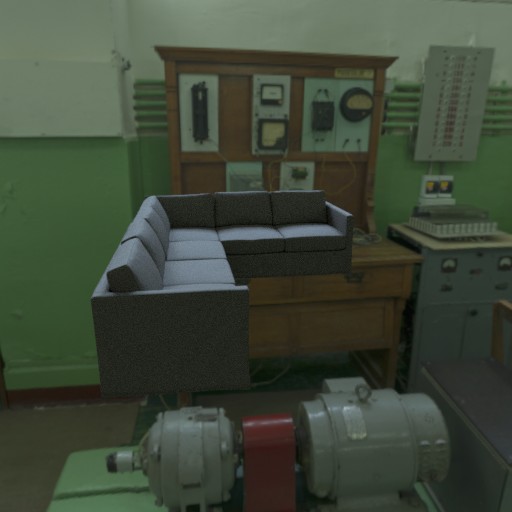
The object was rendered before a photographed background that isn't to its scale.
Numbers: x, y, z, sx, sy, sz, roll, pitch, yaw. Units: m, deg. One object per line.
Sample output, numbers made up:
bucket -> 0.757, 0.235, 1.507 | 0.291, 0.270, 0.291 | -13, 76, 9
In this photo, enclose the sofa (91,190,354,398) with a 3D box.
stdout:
sofa -> 0.000, 0.000, 4.281 | 2.432, 0.871, 3.182 | -3, 16, -9
